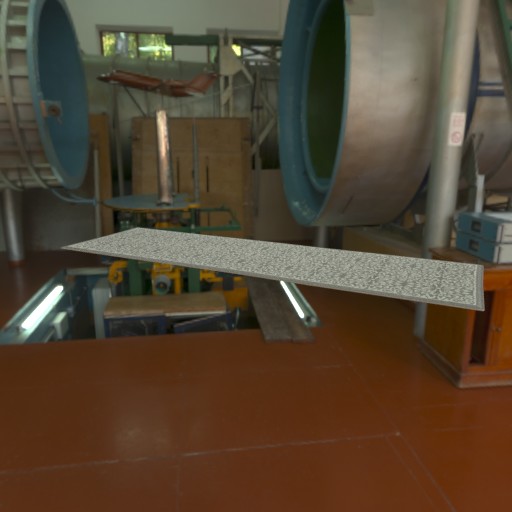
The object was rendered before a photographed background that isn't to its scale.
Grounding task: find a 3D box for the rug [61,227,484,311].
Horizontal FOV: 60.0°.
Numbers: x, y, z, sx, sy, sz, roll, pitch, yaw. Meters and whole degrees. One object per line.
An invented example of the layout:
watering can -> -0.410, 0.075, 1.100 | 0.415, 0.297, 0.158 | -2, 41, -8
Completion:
rug -> 0.000, 0.000, 2.385 | 2.196, 0.011, 0.662 | 7, 16, 25
